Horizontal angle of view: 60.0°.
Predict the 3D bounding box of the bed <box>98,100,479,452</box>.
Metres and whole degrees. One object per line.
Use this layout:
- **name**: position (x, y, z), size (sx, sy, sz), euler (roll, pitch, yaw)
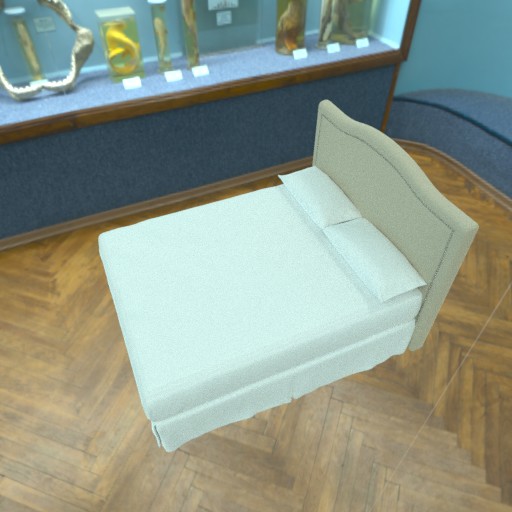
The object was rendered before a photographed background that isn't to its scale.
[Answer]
- **bed**: position (0.000, 0.000, 3.306), size (2.143, 1.460, 1.753), euler (-17, 48, -17)
